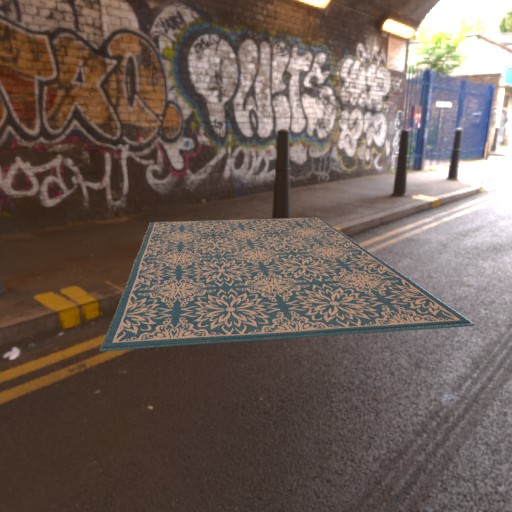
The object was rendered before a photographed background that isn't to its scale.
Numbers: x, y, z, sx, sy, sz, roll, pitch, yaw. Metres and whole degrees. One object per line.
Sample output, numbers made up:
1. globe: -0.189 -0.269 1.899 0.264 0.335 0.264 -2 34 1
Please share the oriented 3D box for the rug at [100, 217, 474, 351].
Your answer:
1. rug: 0.000 0.000 2.268 1.211 0.012 1.833 -2 16 -8
